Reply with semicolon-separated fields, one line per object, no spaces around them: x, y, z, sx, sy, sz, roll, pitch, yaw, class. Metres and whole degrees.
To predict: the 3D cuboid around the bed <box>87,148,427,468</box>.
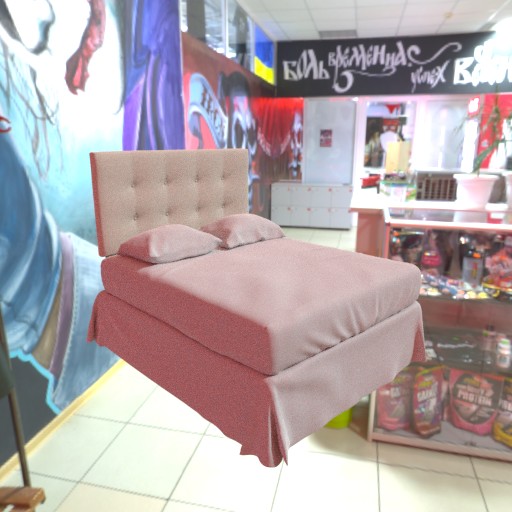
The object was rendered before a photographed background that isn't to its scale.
0.000;0.000;3.452;1.936;1.577;2.222;-14;20;-42;bed
